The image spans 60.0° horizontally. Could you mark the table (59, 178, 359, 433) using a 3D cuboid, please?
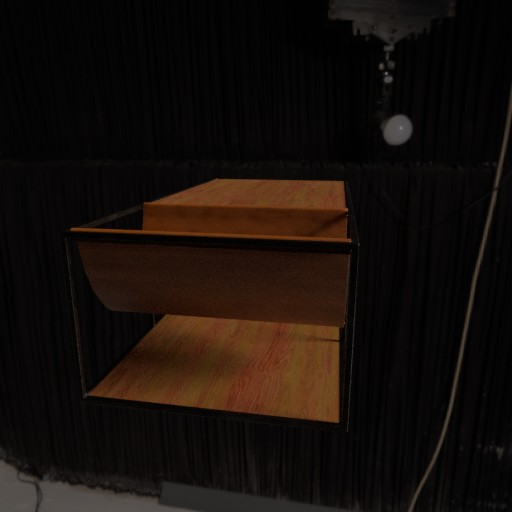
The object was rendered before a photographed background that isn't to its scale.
[{"bbox_3d":[0.000,0.000,1.471,0.597,0.403,1.199,3,15,10],"label":"table"}]
